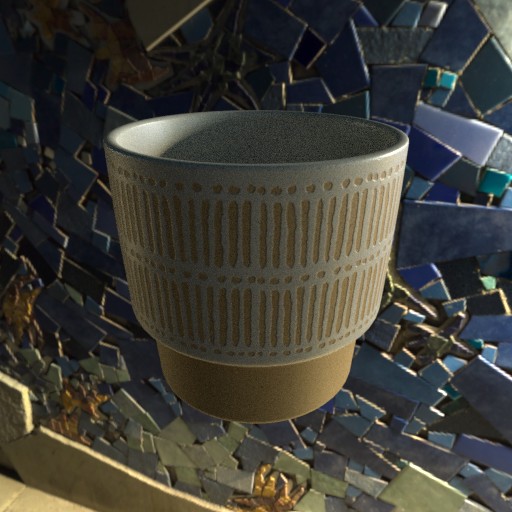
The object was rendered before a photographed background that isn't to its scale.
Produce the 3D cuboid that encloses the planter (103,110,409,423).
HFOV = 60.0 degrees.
[{"bbox_3d":[0.000,0.000,0.544,0.317,0.303,0.317,0,26,0],"label":"planter"}]
